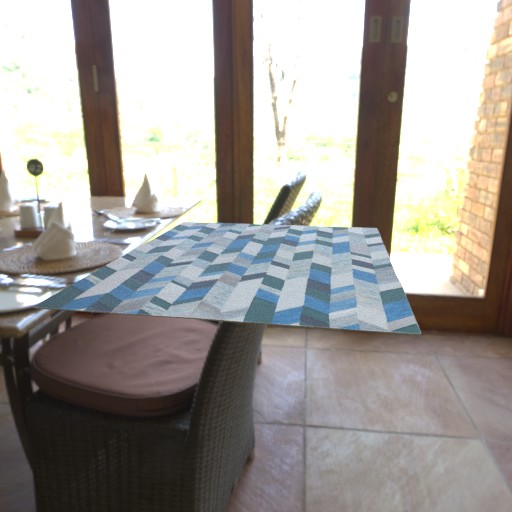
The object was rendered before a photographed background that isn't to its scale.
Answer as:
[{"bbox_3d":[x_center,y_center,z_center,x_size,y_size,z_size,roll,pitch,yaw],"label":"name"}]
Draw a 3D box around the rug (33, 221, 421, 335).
[{"bbox_3d":[0.000,0.000,4.113,2.440,0.008,3.036,3,15,10],"label":"rug"}]
